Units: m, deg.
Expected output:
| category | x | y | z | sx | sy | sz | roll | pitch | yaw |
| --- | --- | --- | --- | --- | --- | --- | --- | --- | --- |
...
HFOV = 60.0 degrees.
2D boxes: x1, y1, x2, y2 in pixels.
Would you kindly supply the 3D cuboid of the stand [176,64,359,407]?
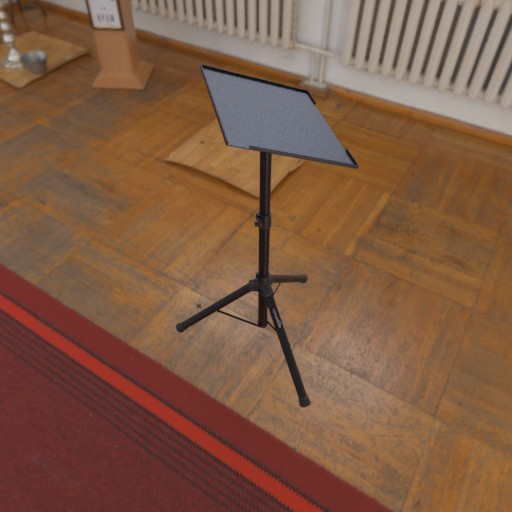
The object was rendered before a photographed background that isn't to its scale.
| category | x | y | z | sx | sy | sz | roll | pitch | yaw |
| --- | --- | --- | --- | --- | --- | --- | --- | --- | --- |
| stand | 0.000 | 0.000 | 1.629 | 0.702 | 1.198 | 0.702 | -9 | 47 | -9 |
